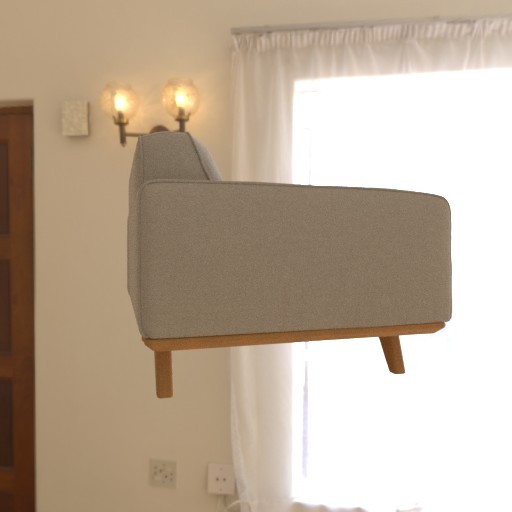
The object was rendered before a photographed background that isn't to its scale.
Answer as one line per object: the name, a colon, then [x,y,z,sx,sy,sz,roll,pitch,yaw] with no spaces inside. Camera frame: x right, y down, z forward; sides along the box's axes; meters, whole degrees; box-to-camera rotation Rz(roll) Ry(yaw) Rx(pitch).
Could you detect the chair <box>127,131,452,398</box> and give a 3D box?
chair: [0.000,0.000,1.738,0.953,0.779,1.115,0,1,-17]
